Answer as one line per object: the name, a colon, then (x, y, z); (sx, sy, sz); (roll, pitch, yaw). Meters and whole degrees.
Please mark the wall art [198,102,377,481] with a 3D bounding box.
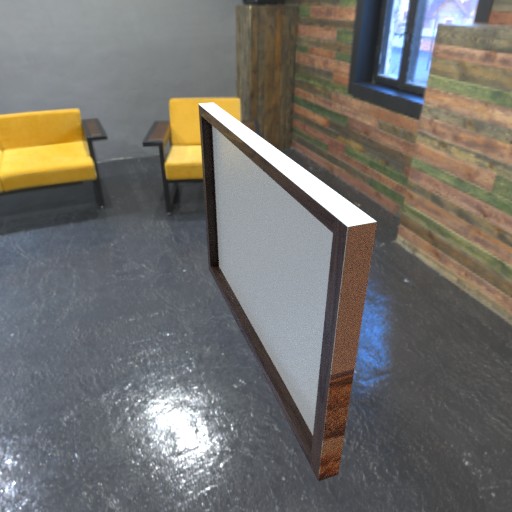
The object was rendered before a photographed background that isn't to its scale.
wall art: (0.000, 0.000, 1.175); (0.050, 0.610, 0.914); (-10, 32, -17)
